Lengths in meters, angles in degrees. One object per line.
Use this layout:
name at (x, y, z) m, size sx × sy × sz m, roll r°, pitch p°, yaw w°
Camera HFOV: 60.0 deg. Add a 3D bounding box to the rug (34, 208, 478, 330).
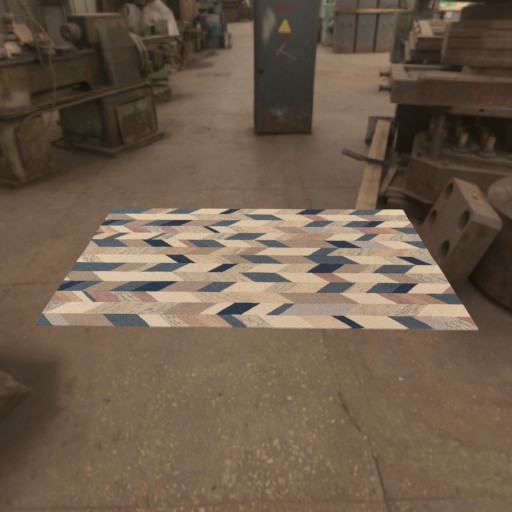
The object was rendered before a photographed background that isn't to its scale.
rug at (0.000, 0.000, 3.051) m, size 2.423 × 0.008 × 1.513 m, roll 0°, pitch 31°, yaw 1°
